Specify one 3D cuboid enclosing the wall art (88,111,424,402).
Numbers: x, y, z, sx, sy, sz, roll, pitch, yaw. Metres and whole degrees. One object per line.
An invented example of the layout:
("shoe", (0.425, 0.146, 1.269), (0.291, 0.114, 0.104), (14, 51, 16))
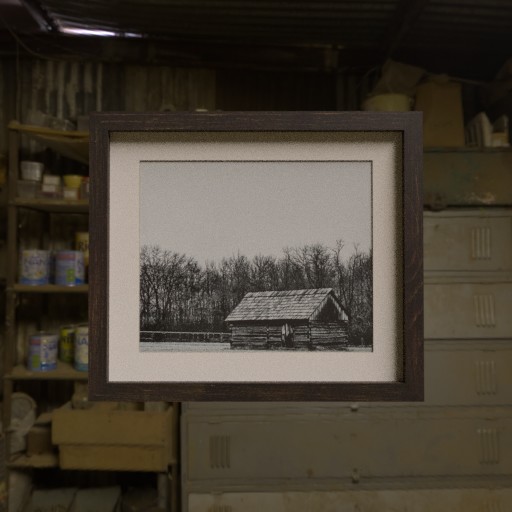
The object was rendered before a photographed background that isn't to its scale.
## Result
("wall art", (0.000, 0.000, 0.519), (0.381, 0.330, 0.031), (0, -1, 0))
